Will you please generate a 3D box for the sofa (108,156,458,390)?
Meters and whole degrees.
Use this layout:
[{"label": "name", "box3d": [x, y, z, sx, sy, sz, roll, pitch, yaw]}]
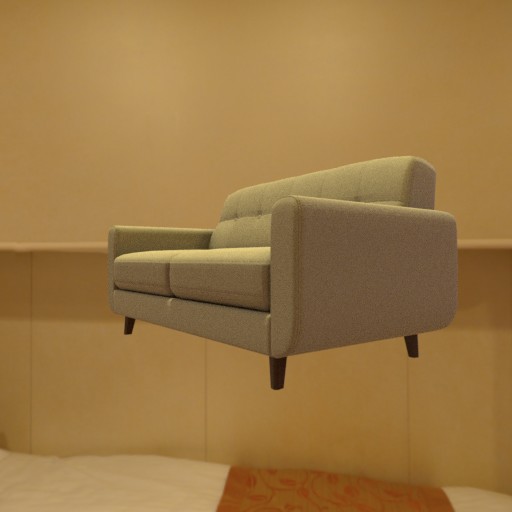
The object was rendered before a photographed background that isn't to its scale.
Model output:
[{"label": "sofa", "box3d": [0.000, 0.000, 2.248, 0.980, 0.892, 1.655, 0, -1, -37]}]
